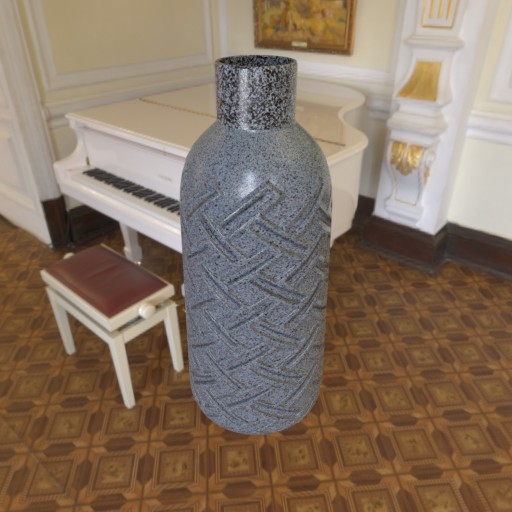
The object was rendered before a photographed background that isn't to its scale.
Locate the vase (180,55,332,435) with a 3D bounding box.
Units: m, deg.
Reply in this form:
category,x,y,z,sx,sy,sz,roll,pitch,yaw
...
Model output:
category,x,y,z,sx,sy,sz,roll,pitch,yaw
vase,0.000,0.000,0.346,0.122,0.282,0.122,0,32,0
